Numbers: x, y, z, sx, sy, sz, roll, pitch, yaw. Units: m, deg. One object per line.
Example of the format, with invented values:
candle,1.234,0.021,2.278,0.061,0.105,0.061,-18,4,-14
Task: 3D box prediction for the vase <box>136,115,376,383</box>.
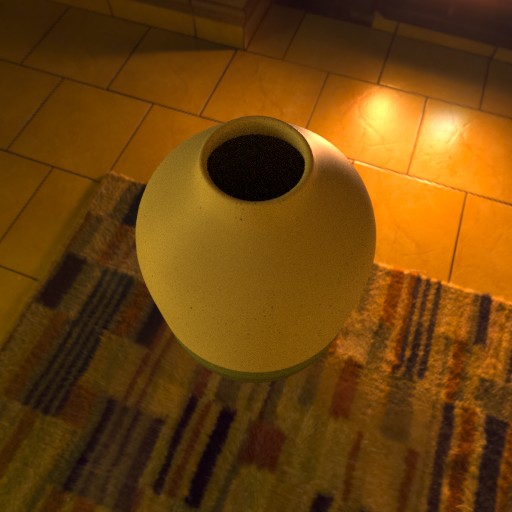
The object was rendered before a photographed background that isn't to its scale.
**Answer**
vase,0.000,0.000,0.350,0.169,0.240,0.169,0,63,0
